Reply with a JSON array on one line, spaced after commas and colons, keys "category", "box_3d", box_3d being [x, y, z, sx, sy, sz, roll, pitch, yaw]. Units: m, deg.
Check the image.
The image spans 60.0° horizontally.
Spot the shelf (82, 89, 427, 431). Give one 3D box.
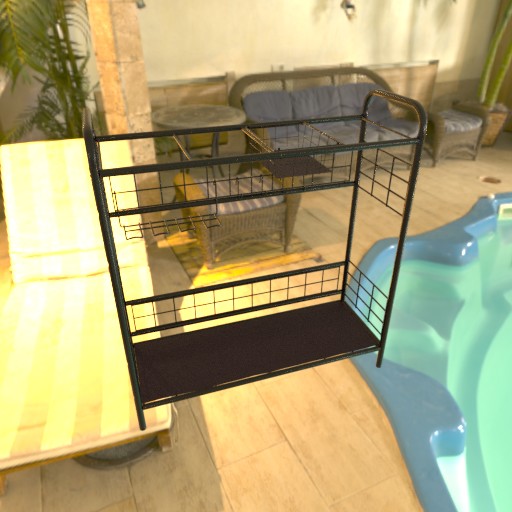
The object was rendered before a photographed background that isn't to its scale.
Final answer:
[{"category": "shelf", "box_3d": [0.000, 0.000, 1.543, 0.961, 1.026, 0.350, -10, 31, -16]}]
